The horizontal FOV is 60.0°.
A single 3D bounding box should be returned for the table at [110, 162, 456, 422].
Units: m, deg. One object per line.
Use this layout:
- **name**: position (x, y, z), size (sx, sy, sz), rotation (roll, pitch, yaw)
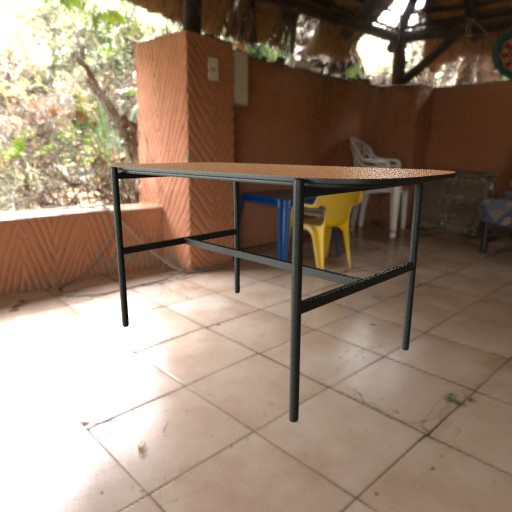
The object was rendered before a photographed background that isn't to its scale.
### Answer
- **table**: position (0.000, 0.000, 1.021), size (0.400, 0.400, 0.800), rotation (-13, 19, -43)
